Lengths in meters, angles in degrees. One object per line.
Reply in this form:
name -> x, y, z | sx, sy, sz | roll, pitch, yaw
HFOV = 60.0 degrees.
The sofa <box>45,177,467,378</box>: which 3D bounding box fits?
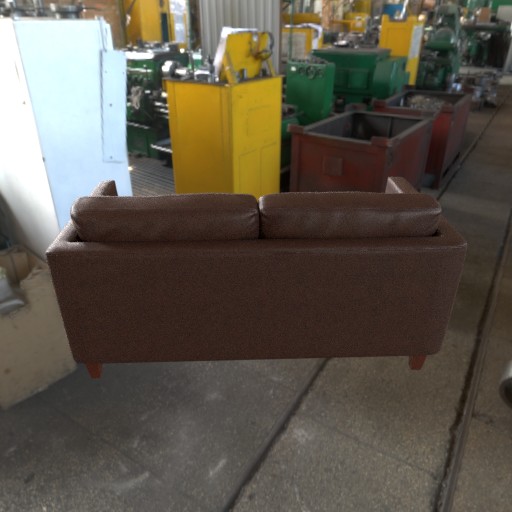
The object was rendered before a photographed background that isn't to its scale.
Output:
sofa -> 0.000, 0.000, 2.472 | 1.883, 0.933, 0.951 | -1, 29, -2
